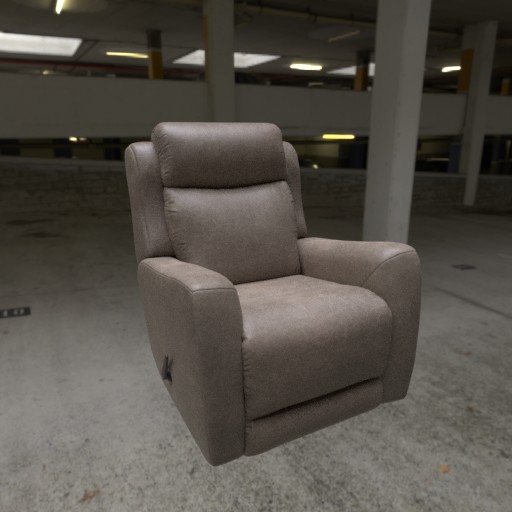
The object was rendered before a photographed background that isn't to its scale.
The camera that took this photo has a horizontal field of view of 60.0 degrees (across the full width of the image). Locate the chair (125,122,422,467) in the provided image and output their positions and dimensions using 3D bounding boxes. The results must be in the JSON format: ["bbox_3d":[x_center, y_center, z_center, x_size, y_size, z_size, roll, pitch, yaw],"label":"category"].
[{"bbox_3d":[0.000,0.000,1.918,0.967,1.116,1.068,-8,18,-26],"label":"chair"}]
